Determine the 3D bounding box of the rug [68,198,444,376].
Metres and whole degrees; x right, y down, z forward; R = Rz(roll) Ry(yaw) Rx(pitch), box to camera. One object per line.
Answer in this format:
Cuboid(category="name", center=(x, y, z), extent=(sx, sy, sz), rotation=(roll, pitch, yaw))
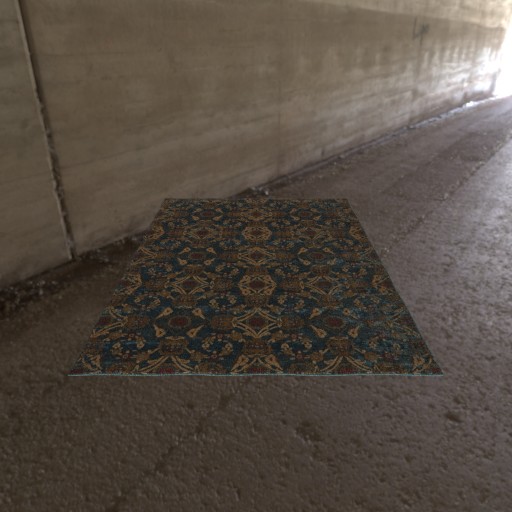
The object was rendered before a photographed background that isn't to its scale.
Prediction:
Cuboid(category="rug", center=(0.000, 0.000, 4.217), extent=(2.337, 0.013, 3.291), rotation=(0, 27, 0))
